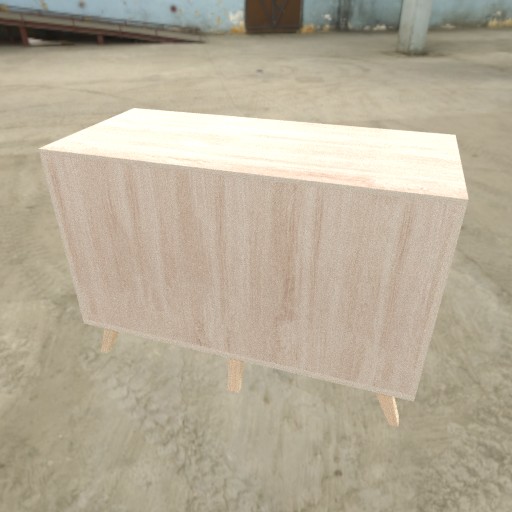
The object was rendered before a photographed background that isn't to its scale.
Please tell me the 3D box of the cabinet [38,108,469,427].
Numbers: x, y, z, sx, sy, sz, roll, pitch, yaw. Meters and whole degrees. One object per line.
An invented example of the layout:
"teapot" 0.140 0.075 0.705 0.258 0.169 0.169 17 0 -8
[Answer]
"cabinet" 0.000 0.000 1.491 1.110 0.780 0.500 10 33 15
